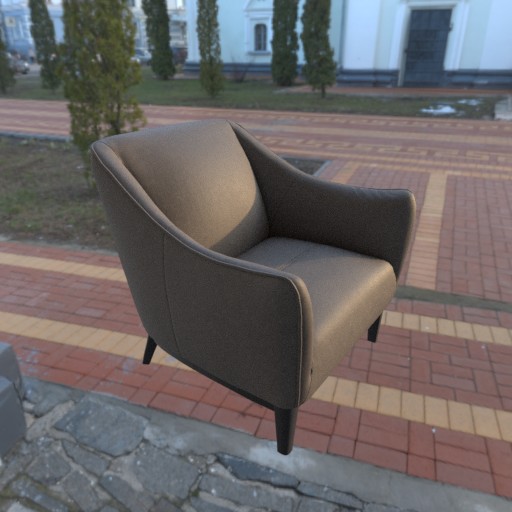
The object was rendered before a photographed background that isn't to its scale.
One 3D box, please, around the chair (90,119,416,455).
[{"bbox_3d":[0.000,0.000,1.571,0.852,0.830,0.871,17,30,32],"label":"chair"}]
